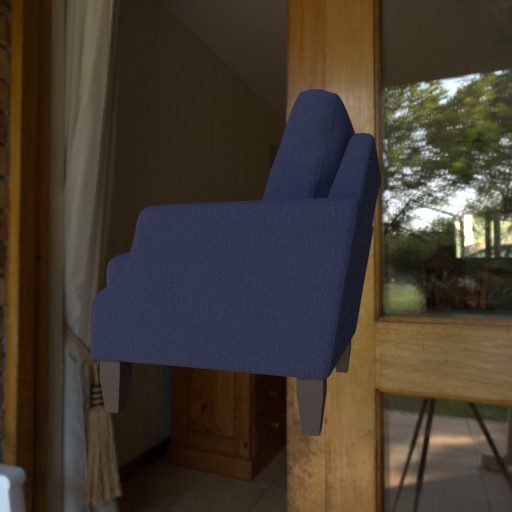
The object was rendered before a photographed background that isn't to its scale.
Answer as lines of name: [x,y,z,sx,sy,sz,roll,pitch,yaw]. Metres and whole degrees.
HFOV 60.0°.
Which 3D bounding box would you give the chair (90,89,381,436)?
chair: [0.000,0.000,1.666,0.897,0.991,0.855,0,-1,17]
